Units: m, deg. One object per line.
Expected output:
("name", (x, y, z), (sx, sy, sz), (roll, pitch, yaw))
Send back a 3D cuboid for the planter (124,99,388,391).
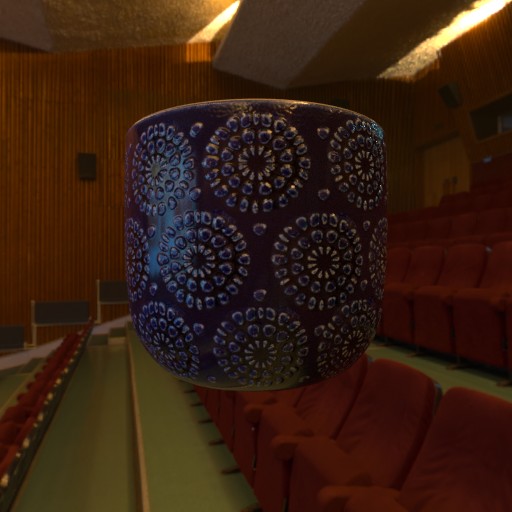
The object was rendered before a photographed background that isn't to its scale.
("planter", (0.000, 0.000, 0.290), (0.165, 0.149, 0.165), (0, -1, 0))
